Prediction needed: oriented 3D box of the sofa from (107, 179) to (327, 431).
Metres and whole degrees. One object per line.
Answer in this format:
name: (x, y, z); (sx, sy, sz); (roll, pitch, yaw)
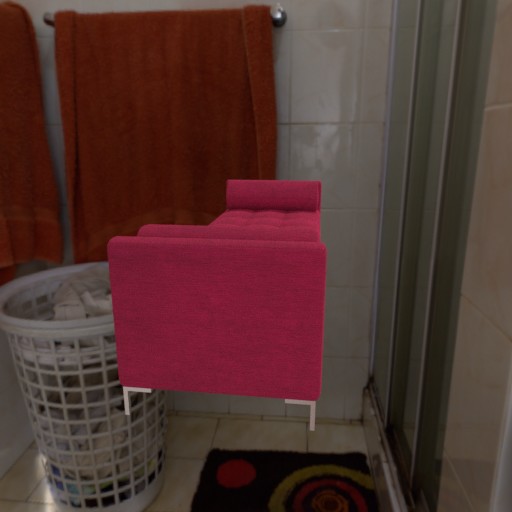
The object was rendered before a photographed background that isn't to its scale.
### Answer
sofa: (0.000, 0.000, 2.356); (0.686, 0.635, 1.981); (2, 15, 7)
